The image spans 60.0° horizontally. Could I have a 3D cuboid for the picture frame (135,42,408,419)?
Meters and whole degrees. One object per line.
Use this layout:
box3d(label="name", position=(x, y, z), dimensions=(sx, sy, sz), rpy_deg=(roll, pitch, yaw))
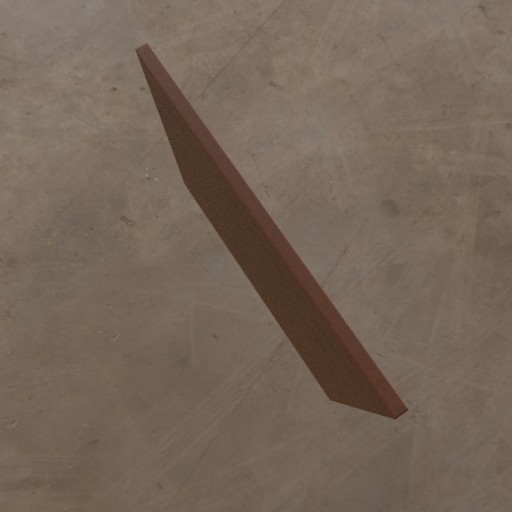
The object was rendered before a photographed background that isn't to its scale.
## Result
box3d(label="picture frame", position=(0.000, 0.000, 1.751), dimensions=(0.045, 1.018, 1.329), rpy_deg=(-33, 77, -8))
